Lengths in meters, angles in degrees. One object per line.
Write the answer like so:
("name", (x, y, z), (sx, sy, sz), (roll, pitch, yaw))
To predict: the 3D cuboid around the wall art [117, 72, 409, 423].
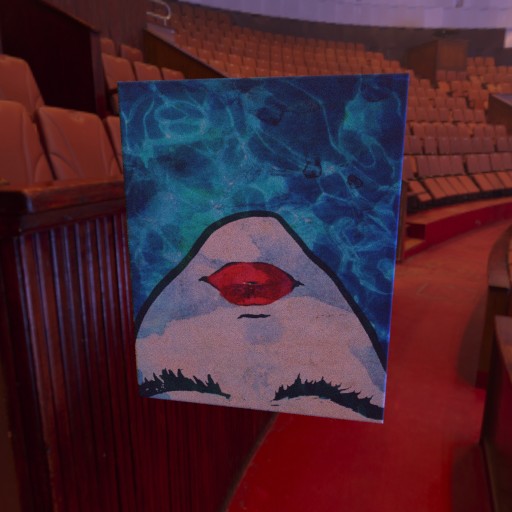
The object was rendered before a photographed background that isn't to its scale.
("wall art", (0.000, 0.000, 0.848), (0.508, 0.635, 0.038), (3, 14, 11))
